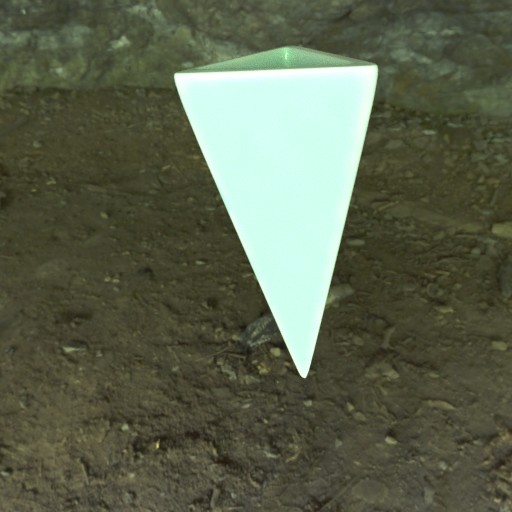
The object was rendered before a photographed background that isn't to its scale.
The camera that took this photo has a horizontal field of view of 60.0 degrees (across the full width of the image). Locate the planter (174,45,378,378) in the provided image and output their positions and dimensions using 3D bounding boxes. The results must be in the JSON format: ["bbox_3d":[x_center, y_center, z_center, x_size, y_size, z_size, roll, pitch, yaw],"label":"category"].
[{"bbox_3d":[0.000,0.000,0.215,0.064,0.178,0.080,-9,31,-15],"label":"planter"}]
